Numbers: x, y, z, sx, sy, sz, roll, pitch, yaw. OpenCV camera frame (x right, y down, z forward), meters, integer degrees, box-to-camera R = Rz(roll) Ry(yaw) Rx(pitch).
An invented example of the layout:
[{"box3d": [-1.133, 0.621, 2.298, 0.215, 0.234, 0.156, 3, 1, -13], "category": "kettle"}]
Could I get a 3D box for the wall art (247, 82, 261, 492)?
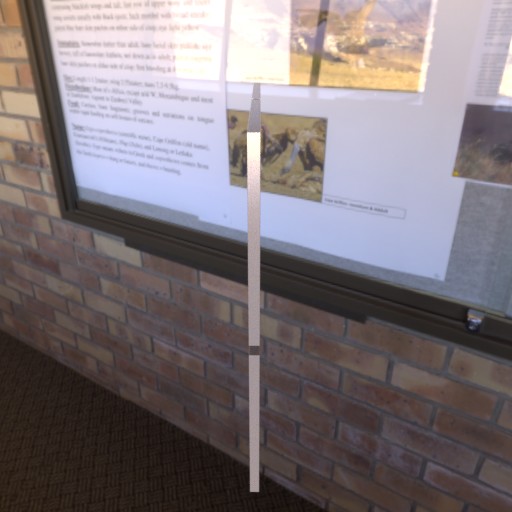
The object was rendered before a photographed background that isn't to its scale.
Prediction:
[{"box3d": [0.000, 0.000, 1.662, 0.029, 1.118, 1.118, 0, 26, 0], "category": "wall art"}]
